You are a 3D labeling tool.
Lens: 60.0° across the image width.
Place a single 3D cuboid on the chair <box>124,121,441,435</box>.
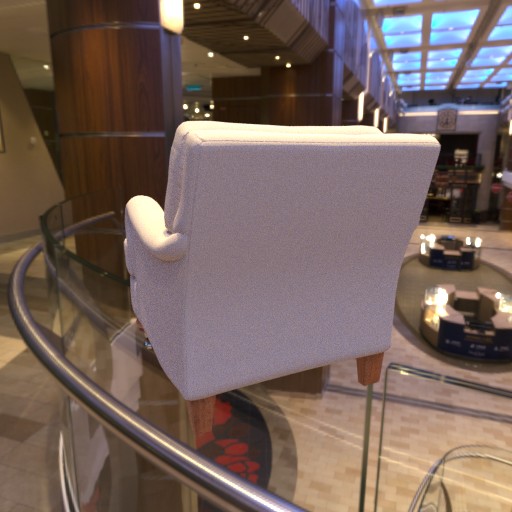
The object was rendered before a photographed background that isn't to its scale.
[{"bbox_3d":[0.000,0.000,1.857,0.955,1.038,1.070,-7,15,-26],"label":"chair"}]
